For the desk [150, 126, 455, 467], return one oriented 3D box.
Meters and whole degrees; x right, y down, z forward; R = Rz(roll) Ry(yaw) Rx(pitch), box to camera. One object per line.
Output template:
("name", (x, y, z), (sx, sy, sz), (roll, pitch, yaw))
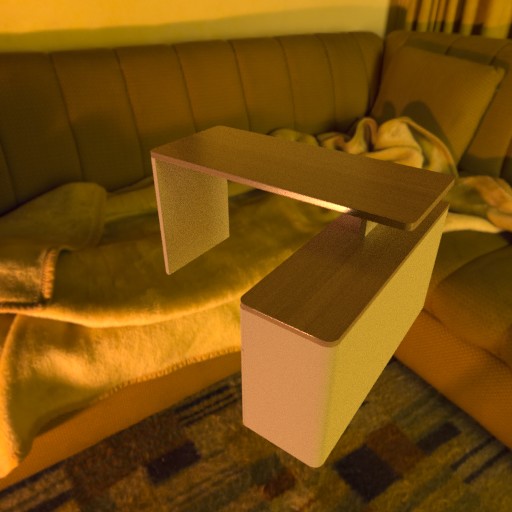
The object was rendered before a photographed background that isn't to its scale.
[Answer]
("desk", (0.000, 0.000, 2.156), (1.400, 0.770, 1.175), (21, 38, 30))
